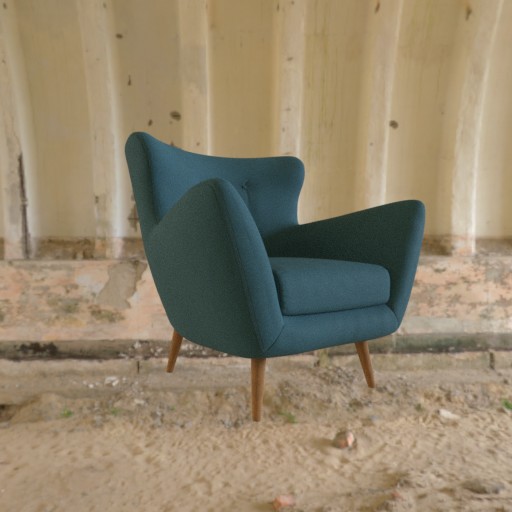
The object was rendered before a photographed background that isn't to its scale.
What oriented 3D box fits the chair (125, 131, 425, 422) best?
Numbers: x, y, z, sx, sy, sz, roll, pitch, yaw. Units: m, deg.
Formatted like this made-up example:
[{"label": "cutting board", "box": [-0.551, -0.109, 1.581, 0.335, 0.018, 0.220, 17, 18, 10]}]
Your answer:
[{"label": "chair", "box": [0.000, 0.000, 1.626, 0.890, 0.889, 0.889, -1, 1, -37]}]
